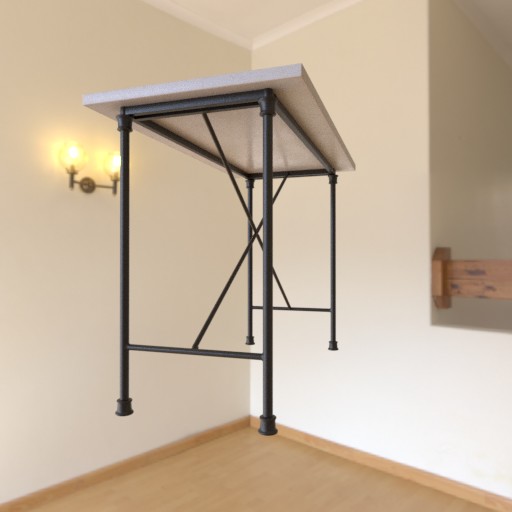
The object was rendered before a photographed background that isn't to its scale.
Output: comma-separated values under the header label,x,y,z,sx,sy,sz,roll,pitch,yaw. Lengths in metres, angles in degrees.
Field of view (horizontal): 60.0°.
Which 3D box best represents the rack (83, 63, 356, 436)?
label,x,y,z,sx,sy,sz,roll,pitch,yaw
rack,0.000,0.000,1.662,0.613,0.880,1.159,0,0,19
